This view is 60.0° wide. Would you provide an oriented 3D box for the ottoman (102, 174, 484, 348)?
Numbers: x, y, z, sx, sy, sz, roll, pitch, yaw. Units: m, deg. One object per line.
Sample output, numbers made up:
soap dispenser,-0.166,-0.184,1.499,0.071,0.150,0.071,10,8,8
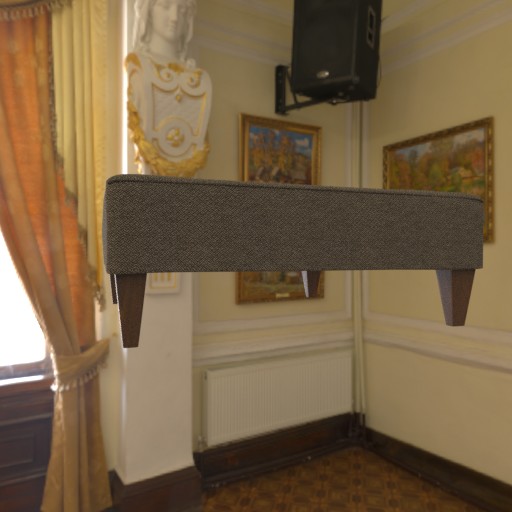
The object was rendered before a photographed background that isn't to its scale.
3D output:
ottoman,0.000,0.000,1.478,0.970,0.378,0.981,0,0,-19
